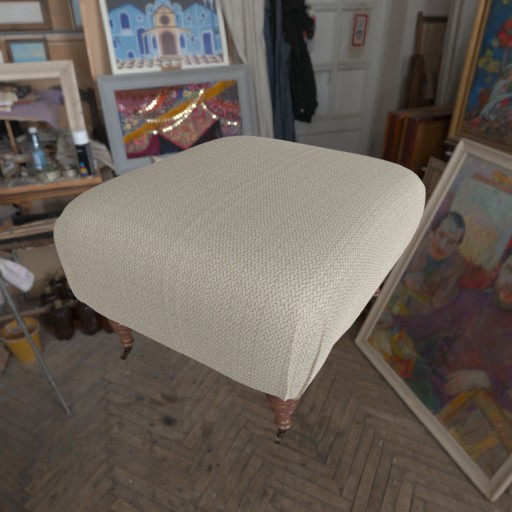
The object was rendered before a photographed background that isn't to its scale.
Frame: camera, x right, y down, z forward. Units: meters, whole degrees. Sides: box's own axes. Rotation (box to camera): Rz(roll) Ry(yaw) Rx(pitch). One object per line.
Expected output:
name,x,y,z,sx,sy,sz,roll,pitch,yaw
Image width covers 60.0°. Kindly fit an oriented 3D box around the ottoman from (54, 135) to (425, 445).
ottoman,0.000,0.000,1.068,0.622,0.447,0.684,18,35,27
